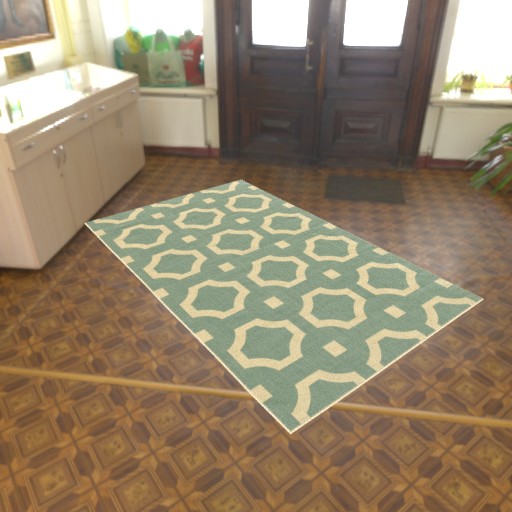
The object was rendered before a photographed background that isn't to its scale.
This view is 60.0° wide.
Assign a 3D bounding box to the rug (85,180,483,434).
[{"bbox_3d":[0.000,0.000,3.056,1.528,0.015,2.443,-22,37,-32],"label":"rug"}]
